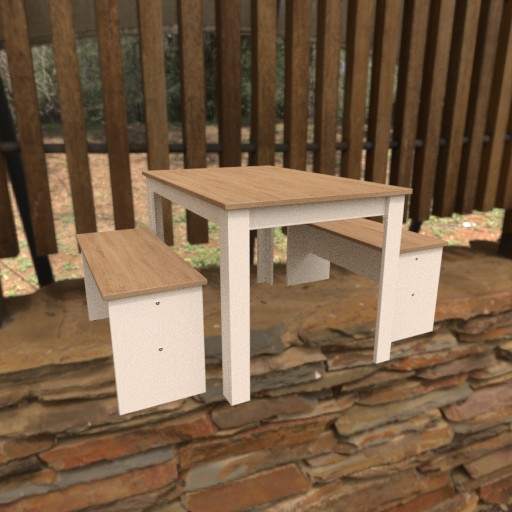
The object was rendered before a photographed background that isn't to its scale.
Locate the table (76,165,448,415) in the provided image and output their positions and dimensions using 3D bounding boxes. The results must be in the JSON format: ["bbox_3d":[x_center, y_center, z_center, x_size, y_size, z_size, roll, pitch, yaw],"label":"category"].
[{"bbox_3d":[0.000,0.000,2.018,1.443,0.700,1.100,-8,18,-25],"label":"table"}]
